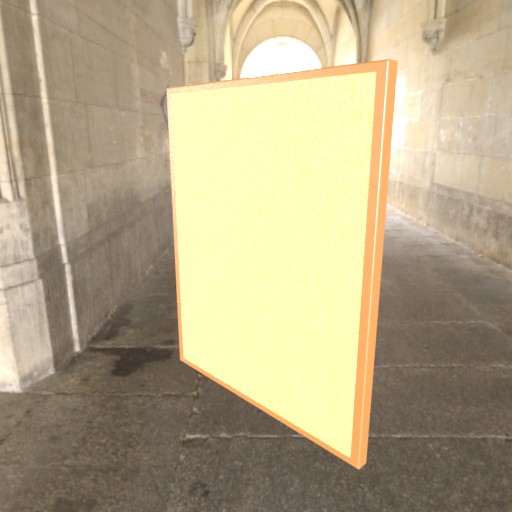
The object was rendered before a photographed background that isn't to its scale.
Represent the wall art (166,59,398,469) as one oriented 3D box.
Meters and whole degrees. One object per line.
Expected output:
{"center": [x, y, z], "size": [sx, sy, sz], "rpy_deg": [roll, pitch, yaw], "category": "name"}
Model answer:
{"center": [0.000, 0.000, 0.730], "size": [0.021, 0.550, 0.449], "rpy_deg": [-14, 21, -42], "category": "wall art"}
